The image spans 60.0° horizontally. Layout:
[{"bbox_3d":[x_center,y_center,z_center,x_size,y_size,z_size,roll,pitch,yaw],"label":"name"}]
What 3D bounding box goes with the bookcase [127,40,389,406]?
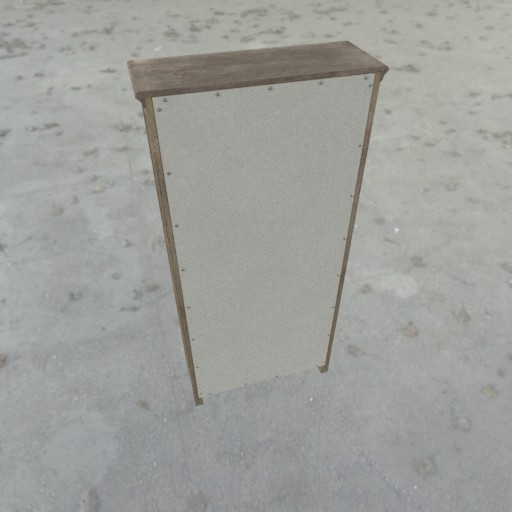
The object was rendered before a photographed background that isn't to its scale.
[{"bbox_3d":[0.000,0.000,2.239,0.906,1.880,0.348,-11,42,-12],"label":"bookcase"}]
